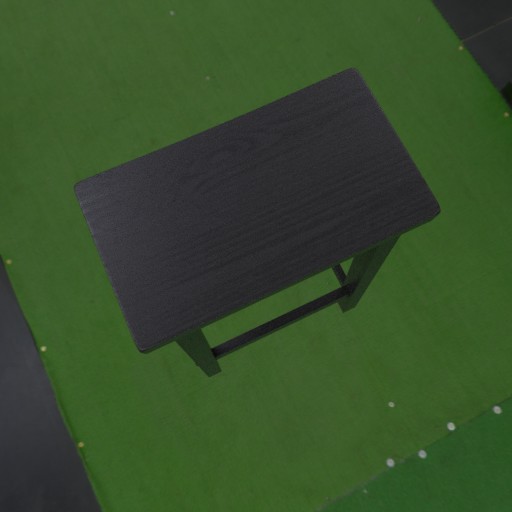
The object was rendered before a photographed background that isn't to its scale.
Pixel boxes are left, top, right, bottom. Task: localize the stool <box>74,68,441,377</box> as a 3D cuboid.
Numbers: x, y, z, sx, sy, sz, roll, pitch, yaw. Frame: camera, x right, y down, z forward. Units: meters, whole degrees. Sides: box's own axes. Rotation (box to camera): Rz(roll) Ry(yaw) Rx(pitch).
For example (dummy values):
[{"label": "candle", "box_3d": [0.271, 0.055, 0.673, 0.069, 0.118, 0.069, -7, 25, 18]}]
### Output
[{"label": "stool", "box_3d": [0.000, 0.000, 0.847, 0.406, 0.610, 0.322, -25, 77, -6]}]
